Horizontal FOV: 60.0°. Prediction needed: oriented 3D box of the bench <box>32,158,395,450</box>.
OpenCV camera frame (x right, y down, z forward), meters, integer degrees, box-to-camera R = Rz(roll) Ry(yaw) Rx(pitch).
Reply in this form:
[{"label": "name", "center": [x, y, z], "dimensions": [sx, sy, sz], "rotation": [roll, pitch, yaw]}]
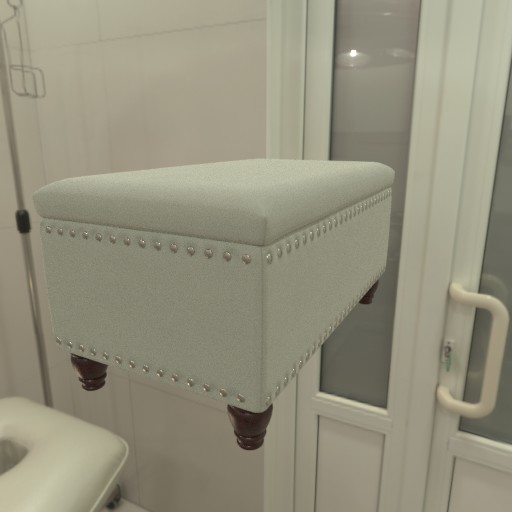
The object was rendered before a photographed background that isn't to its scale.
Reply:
[{"label": "bench", "center": [0.000, 0.000, 1.150], "dimensions": [0.500, 0.449, 0.887], "rotation": [8, 17, 27]}]
